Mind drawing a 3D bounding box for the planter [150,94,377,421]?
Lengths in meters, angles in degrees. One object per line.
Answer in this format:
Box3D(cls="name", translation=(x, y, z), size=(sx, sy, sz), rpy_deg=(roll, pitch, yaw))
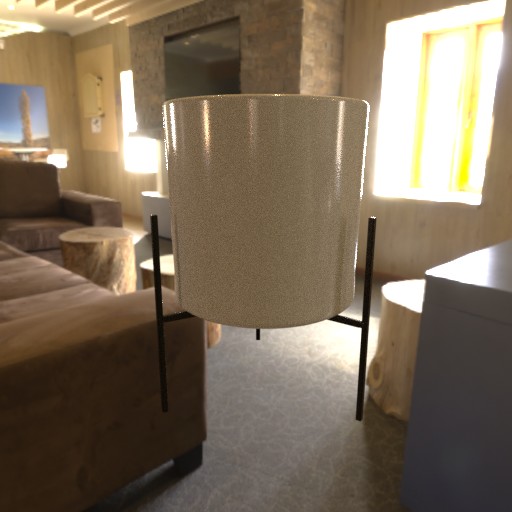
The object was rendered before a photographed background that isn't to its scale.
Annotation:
Box3D(cls="planter", translation=(0.000, 0.000, 0.660), size=(0.308, 0.431, 0.307), rpy_deg=(-8, 16, -27))
